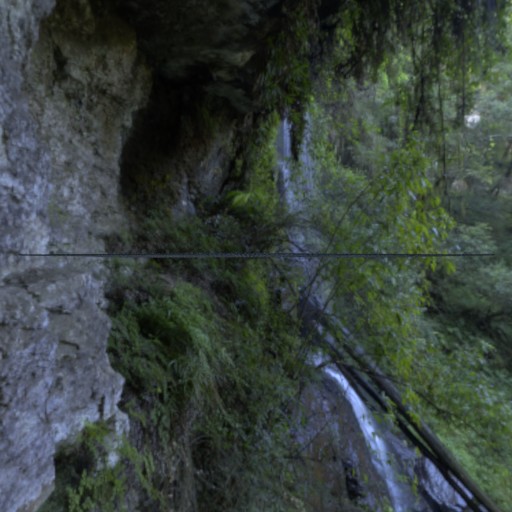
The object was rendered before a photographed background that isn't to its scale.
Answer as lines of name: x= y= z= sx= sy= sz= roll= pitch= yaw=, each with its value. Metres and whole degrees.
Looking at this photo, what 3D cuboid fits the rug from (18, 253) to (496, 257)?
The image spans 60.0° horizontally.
rug: x=0.000 y=0.000 z=2.166 sx=1.740 sy=0.010 sz=1.135 roll=0 pitch=-1 yaw=-1
